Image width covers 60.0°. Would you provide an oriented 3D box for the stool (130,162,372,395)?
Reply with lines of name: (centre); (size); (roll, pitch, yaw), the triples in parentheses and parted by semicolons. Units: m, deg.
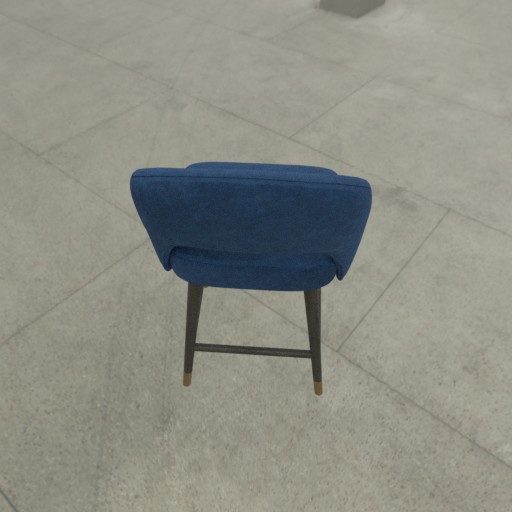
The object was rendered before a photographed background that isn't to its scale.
stool: (0.000, 0.000, 1.262); (0.536, 0.925, 0.524); (3, 47, 3)
